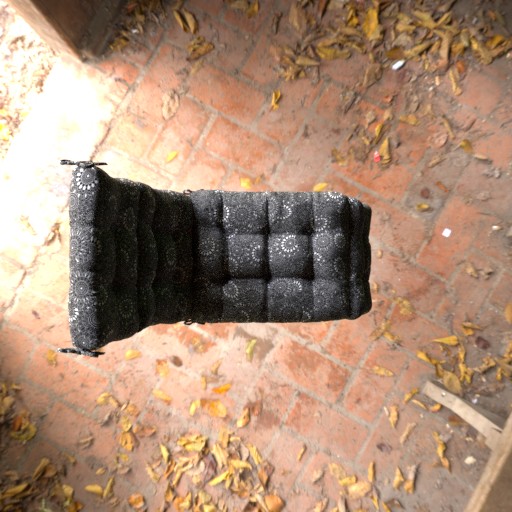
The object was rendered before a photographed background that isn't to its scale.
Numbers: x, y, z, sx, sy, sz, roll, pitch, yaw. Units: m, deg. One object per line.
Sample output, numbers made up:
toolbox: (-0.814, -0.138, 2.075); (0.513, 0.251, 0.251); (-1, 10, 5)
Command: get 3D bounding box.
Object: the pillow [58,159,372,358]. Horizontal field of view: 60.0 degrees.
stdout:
pillow: (0.000, 0.000, 1.530); (1.016, 0.863, 0.526); (0, 89, -1)
